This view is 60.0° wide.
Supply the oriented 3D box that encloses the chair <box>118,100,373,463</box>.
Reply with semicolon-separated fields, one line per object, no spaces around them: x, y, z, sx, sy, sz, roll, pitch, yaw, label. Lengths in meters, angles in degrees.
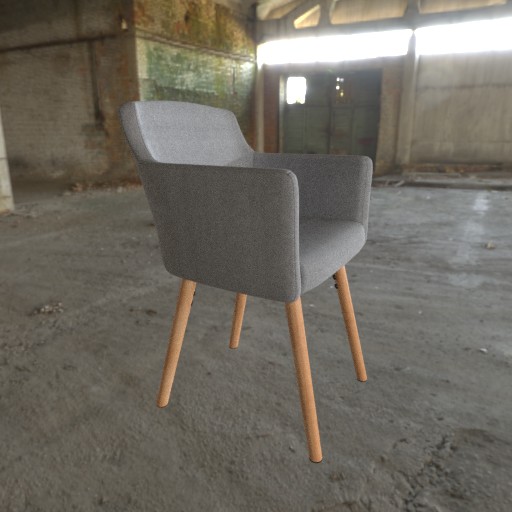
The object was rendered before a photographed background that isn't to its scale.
0.000;0.000;1.162;0.540;0.780;0.570;8;17;27;chair
